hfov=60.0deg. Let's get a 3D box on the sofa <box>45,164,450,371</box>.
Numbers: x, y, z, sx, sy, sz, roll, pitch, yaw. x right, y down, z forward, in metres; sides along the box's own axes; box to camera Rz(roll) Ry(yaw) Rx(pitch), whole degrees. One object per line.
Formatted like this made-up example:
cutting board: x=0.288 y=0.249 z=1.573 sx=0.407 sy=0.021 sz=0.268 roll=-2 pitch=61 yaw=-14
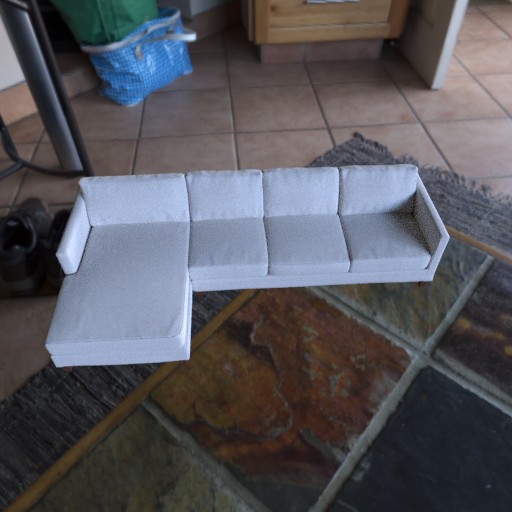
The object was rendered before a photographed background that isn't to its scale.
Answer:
sofa: x=0.000 y=0.000 z=3.797 sx=3.186 sy=0.861 sz=1.625 roll=-2 pitch=47 yaw=-2
